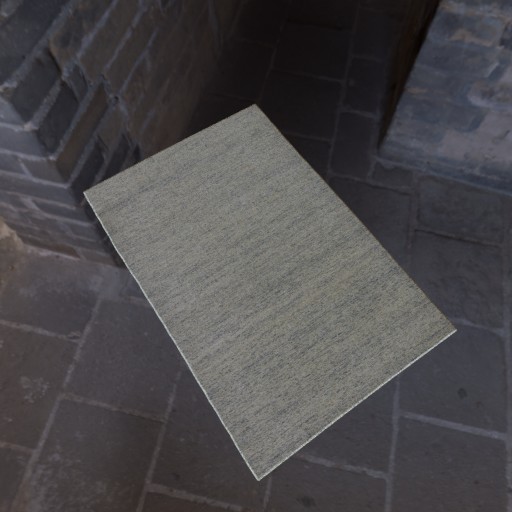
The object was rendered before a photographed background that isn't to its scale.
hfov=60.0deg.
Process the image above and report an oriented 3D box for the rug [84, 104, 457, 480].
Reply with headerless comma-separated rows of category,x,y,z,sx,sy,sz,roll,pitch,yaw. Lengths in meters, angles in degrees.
rug,0.000,0.000,2.996,1.523,0.017,2.263,-31,69,-14
